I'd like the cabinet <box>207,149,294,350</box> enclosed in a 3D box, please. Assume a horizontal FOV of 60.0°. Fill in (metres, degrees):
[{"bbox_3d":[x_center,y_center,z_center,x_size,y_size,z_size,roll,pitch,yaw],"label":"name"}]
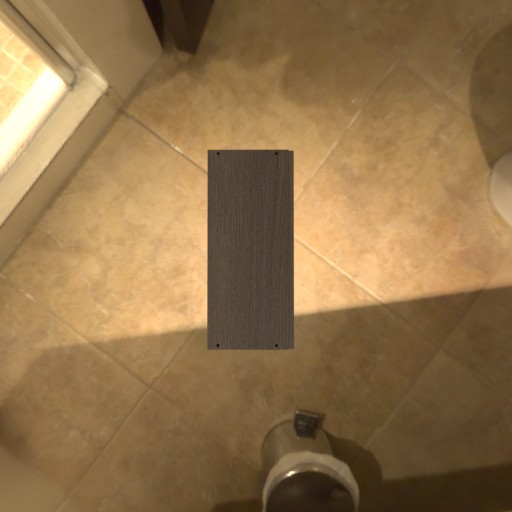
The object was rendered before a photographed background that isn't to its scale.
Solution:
[{"bbox_3d":[0.000,0.000,2.002,0.230,1.790,0.500,0,89,0],"label":"cabinet"}]
